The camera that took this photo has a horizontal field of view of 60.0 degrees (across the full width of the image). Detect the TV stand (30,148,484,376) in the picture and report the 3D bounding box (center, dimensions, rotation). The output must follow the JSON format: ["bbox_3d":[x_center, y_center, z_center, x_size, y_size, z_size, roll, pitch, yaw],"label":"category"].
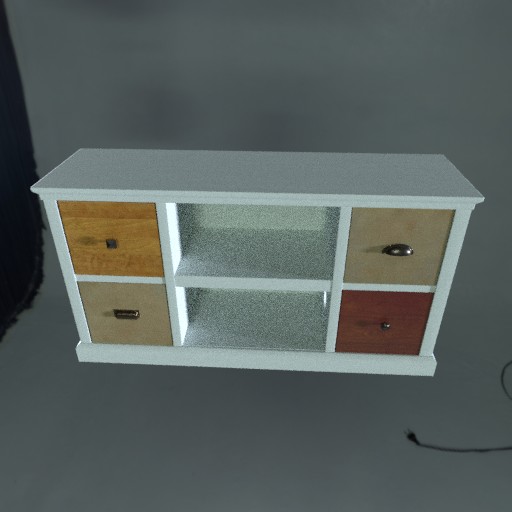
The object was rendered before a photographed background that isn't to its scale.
[{"bbox_3d":[0.000,0.000,1.485,1.187,0.624,0.424,2,31,3],"label":"TV stand"}]
